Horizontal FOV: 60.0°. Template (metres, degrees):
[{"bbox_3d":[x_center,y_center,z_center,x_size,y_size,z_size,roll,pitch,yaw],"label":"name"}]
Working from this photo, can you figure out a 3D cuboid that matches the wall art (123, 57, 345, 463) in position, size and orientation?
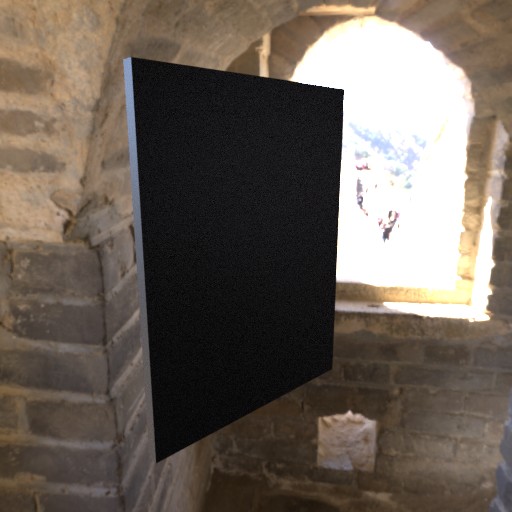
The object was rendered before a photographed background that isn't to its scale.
[{"bbox_3d":[0.000,0.000,1.403,0.806,1.062,0.038,-12,18,-42],"label":"wall art"}]
